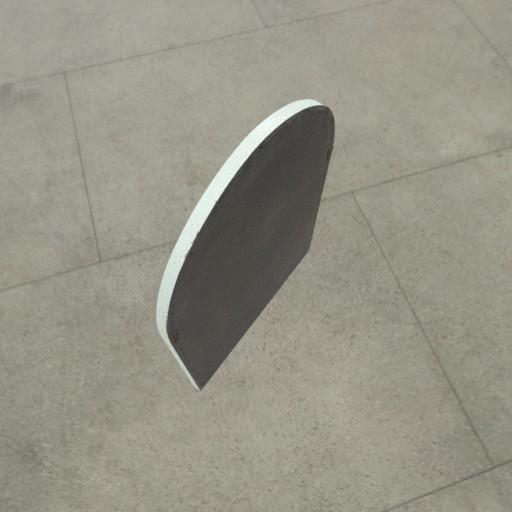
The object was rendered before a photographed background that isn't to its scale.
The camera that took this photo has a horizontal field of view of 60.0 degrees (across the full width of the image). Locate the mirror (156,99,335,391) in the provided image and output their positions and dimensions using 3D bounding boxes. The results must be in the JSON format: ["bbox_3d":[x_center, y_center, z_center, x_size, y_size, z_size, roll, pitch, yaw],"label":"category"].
[{"bbox_3d":[0.000,0.000,1.194,0.032,0.920,0.660,33,68,16],"label":"mirror"}]
